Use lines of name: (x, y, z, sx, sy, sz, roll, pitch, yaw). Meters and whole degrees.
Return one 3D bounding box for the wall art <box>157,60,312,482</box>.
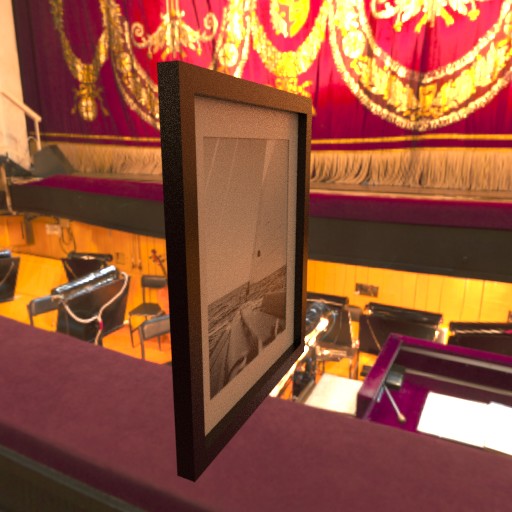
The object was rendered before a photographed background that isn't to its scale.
wall art: (0.000, 0.000, 0.772, 0.031, 0.558, 0.461, 7, 15, 25)
